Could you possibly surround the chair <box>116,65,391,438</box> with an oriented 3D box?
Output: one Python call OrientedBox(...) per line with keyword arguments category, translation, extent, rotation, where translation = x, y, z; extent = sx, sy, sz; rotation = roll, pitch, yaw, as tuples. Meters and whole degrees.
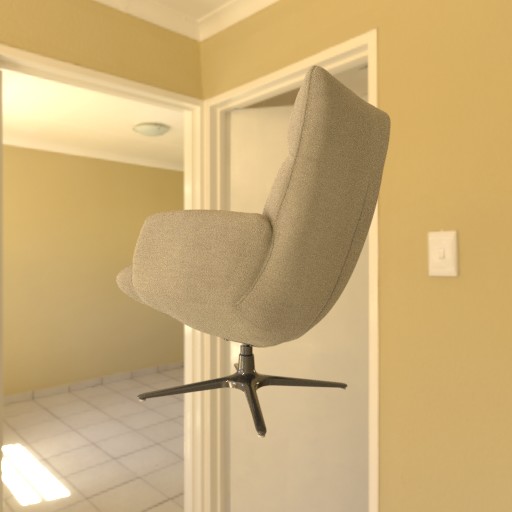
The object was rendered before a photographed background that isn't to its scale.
OrientedBox(category="chair", translation=(0.000, 0.000, 1.596), extent=(0.889, 1.016, 0.711), rotation=(0, 1, 36))
